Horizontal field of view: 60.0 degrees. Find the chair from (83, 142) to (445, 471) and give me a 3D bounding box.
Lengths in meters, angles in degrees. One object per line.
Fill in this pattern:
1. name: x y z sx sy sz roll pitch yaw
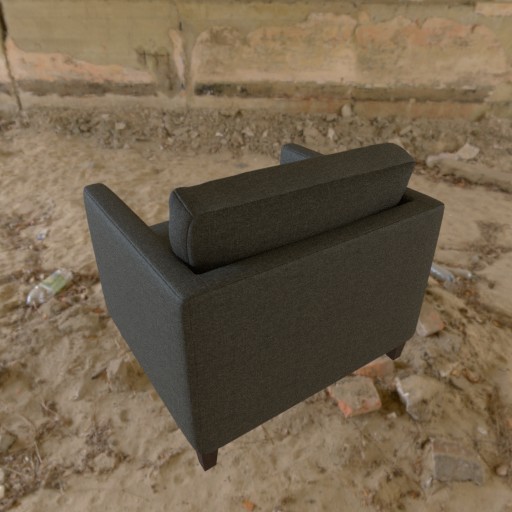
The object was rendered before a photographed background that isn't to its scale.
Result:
1. chair: 0.000 0.000 1.837 1.107 0.963 0.959 -19 36 -29
